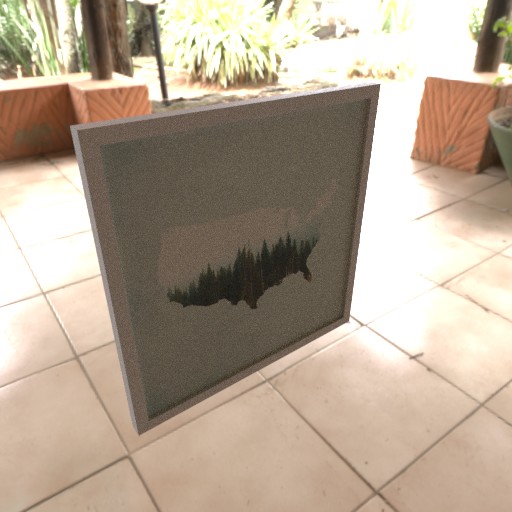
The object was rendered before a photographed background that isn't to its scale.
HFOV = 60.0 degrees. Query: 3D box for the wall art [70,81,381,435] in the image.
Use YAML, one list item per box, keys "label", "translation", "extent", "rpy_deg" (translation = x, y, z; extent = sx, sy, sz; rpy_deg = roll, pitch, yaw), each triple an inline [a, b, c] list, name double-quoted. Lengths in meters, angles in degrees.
- label: "wall art"
  translation: [0.000, 0.000, 1.130]
  extent: [0.762, 0.762, 0.038]
  rpy_deg: [-21, 36, -31]
